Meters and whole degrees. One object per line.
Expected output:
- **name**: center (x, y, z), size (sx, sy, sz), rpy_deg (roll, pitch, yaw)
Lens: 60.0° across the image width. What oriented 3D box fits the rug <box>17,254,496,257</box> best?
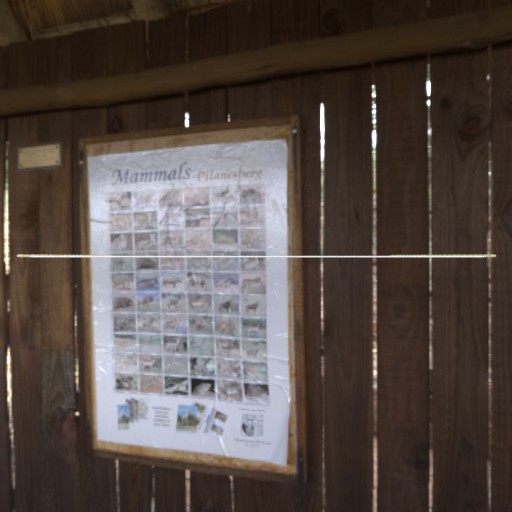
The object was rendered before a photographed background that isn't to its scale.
- **rug**: center (0.000, 0.000, 2.286), size (1.875, 0.013, 1.162), rpy_deg (0, 0, -2)
